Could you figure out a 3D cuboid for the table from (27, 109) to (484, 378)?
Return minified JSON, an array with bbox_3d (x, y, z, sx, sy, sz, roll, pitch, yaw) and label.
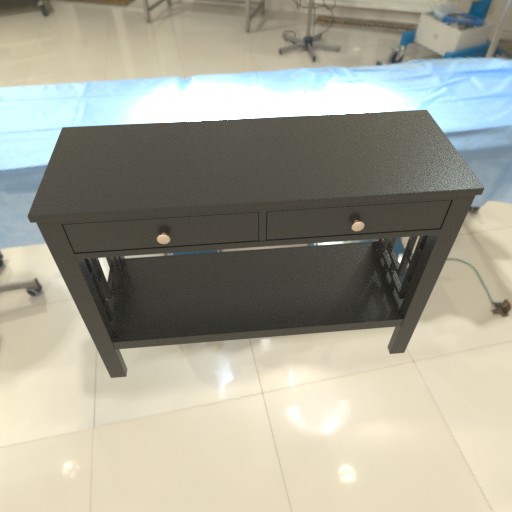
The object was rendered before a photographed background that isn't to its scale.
[{"bbox_3d":[0.000,0.000,1.430,1.068,0.753,0.397,-4,46,-4],"label":"table"}]
